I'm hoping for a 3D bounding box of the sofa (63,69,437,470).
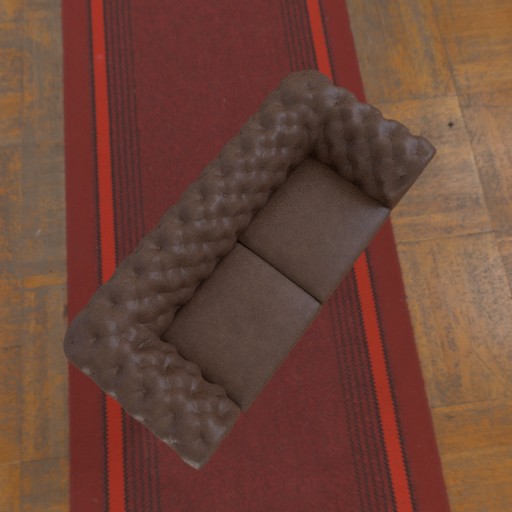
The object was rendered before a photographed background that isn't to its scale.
[{"bbox_3d":[0.000,0.000,2.540,0.955,0.784,2.048,37,78,9],"label":"sofa"}]
